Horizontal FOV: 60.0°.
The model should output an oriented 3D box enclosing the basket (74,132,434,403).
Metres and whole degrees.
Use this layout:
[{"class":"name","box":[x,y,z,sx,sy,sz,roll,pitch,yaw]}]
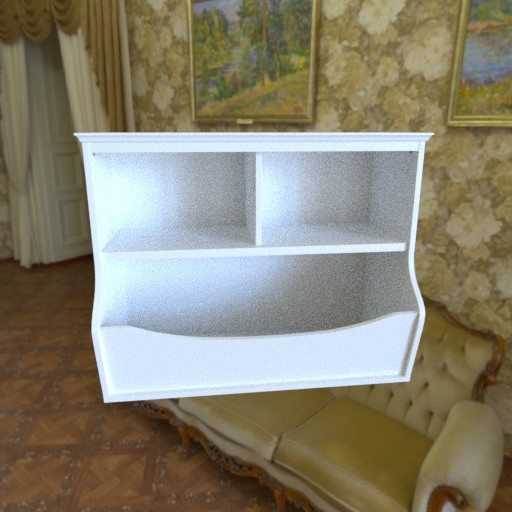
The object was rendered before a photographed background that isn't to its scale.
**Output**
[{"class":"basket","box":[0.000,0.000,1.166,0.792,0.625,0.376,-2,16,-7]}]
